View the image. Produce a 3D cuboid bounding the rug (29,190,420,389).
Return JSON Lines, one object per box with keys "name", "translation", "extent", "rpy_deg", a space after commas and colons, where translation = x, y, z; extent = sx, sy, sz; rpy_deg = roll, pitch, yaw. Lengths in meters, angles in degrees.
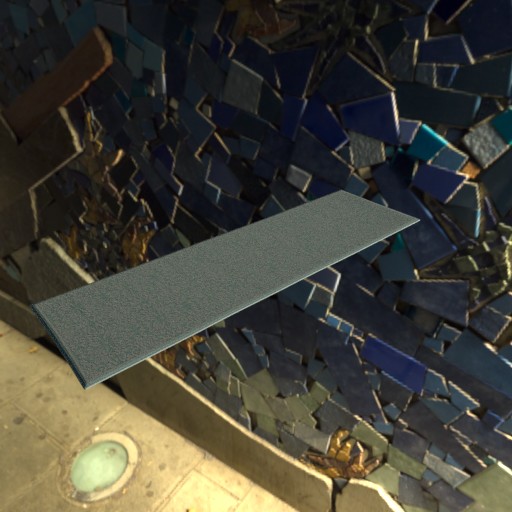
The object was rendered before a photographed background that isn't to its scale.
{"name": "rug", "translation": [0.000, 0.000, 2.446], "extent": [2.196, 0.011, 0.662], "rpy_deg": [-23, 38, -34]}
